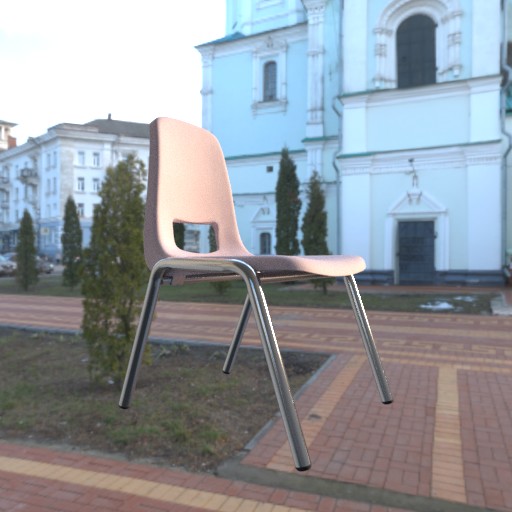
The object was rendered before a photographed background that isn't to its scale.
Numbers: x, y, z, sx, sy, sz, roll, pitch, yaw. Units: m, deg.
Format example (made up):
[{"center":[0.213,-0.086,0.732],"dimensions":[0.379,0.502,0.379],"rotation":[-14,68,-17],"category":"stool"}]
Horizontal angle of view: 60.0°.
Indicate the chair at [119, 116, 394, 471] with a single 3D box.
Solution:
[{"center":[0.000,0.000,0.857],"dimensions":[0.423,0.586,0.354],"rotation":[0,0,36],"category":"chair"}]
